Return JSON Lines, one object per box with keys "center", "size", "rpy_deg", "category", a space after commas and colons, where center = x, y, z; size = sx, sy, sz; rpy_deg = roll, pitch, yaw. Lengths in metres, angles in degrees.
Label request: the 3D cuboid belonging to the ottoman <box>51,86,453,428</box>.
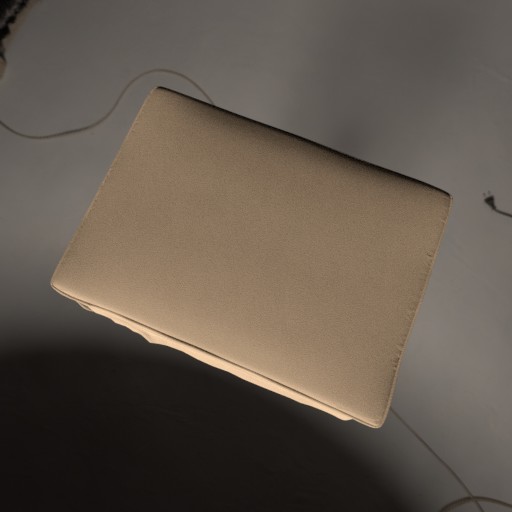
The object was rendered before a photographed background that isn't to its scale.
{"center": [0.000, 0.000, 1.342], "size": [0.959, 0.482, 0.721], "rpy_deg": [22, 77, 5], "category": "ottoman"}
